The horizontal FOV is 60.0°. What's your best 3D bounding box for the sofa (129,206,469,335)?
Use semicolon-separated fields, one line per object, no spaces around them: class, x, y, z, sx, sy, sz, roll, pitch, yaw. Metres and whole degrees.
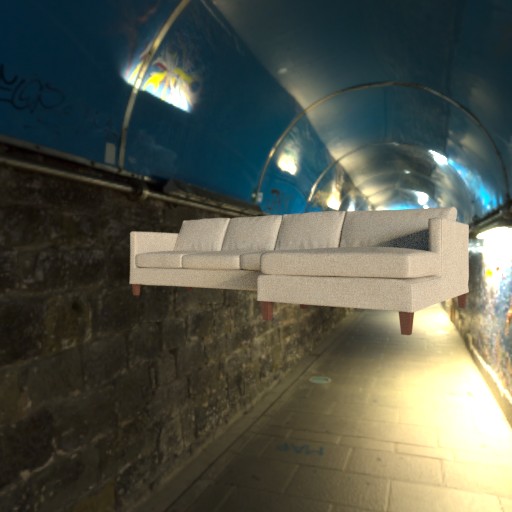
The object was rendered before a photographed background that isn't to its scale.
sofa;0.000;0.000;3.919;3.186;0.846;1.625;0;0;35
